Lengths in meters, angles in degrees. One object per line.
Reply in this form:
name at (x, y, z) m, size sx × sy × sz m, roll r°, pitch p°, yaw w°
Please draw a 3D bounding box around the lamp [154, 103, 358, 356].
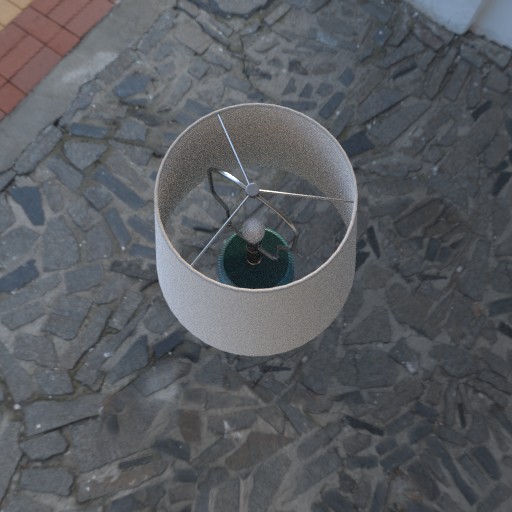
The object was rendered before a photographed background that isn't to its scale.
lamp at (0.000, 0.000, 0.800) m, size 0.355 × 0.582 × 0.355 m, roll 0°, pitch 75°, yaw 0°
